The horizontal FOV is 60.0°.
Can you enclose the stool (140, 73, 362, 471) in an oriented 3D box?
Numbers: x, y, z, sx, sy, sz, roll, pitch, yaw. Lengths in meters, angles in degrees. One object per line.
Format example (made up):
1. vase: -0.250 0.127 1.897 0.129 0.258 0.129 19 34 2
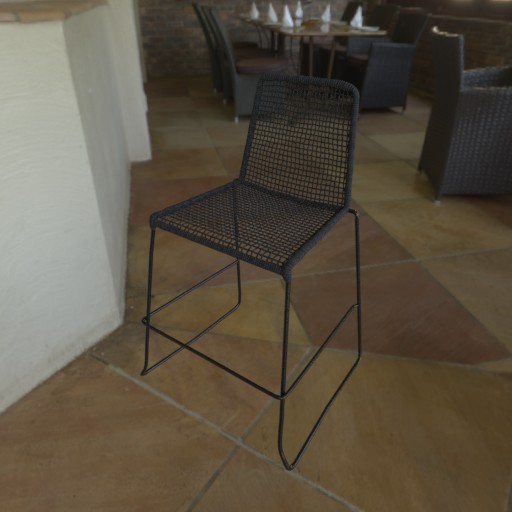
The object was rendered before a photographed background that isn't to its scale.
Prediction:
1. stool: 0.000 0.000 1.265 0.590 0.905 0.509 20 37 30
